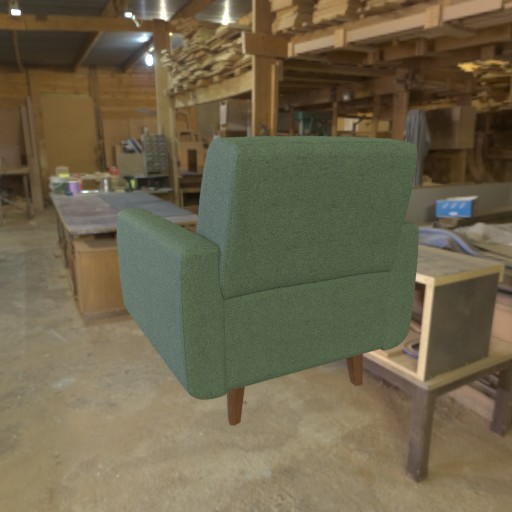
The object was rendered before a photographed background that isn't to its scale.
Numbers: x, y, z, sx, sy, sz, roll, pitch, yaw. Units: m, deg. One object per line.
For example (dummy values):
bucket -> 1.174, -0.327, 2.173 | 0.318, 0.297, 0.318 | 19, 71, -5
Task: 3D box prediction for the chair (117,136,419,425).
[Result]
chair -> 0.000, 0.000, 1.618 | 0.831, 0.841, 0.909 | -7, 16, -27
